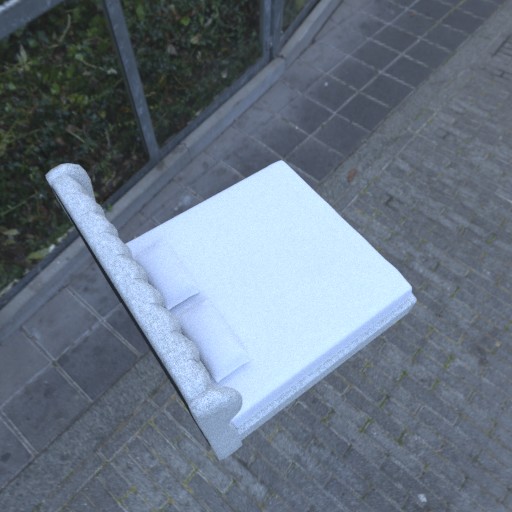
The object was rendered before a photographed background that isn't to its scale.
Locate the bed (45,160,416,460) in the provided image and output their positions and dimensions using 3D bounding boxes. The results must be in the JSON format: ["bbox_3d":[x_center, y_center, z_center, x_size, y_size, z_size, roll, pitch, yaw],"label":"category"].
[{"bbox_3d":[0.000,0.000,3.910,2.347,1.771,2.219,-32,63,-18],"label":"bed"}]
